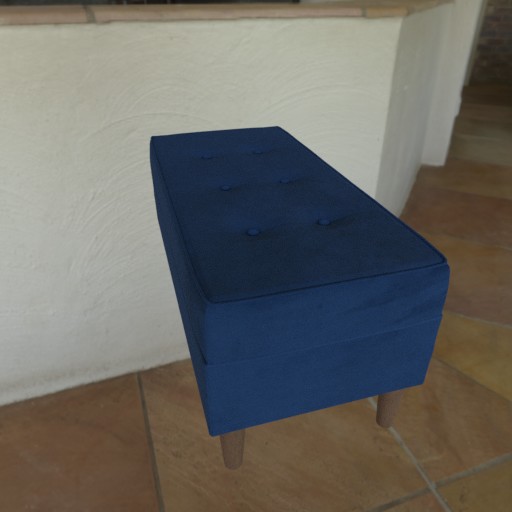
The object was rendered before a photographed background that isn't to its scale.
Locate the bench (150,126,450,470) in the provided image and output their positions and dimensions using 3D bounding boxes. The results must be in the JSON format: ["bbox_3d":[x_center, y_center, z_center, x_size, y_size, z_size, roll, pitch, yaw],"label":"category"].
[{"bbox_3d":[0.000,0.000,1.277,0.489,0.467,1.010,-9,32,-14],"label":"bench"}]
